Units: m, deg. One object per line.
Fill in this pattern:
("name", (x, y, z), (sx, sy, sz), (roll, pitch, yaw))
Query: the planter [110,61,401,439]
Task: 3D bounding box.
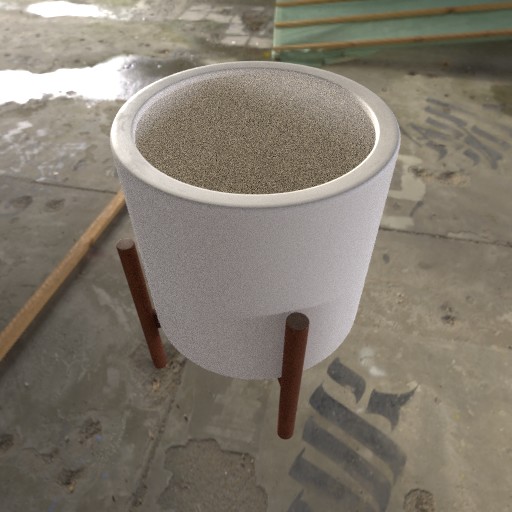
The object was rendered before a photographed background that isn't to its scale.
("planter", (0.000, 0.000, 0.860), (0.420, 0.581, 0.421), (24, 51, 22))
